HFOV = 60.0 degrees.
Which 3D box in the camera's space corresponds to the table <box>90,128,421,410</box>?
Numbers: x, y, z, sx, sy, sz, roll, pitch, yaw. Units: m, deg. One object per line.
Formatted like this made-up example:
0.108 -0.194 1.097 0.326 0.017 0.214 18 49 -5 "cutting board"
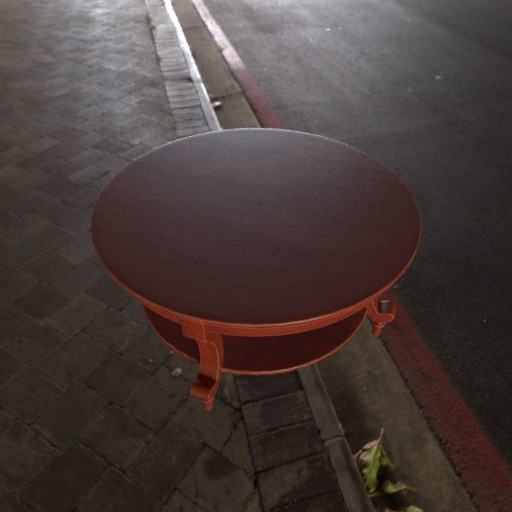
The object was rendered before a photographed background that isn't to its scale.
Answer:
0.000 0.000 1.584 1.029 0.486 1.029 0 42 0 "table"
